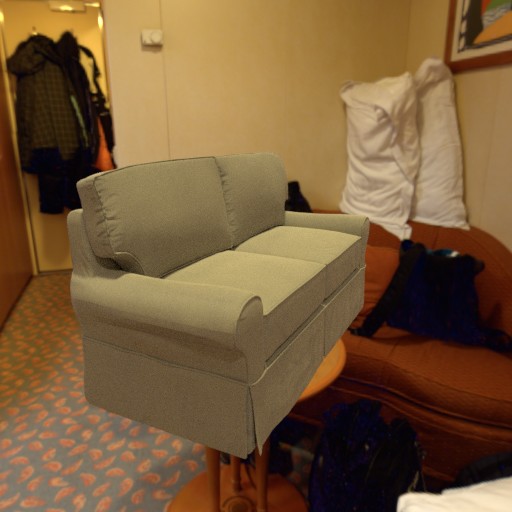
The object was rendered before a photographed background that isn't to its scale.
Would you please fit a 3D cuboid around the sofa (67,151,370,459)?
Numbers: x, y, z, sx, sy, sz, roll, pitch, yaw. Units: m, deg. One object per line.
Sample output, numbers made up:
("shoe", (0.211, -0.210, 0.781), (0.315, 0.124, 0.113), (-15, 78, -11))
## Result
("sofa", (0.000, 0.000, 2.337), (0.841, 1.024, 1.823), (8, 17, 26))
